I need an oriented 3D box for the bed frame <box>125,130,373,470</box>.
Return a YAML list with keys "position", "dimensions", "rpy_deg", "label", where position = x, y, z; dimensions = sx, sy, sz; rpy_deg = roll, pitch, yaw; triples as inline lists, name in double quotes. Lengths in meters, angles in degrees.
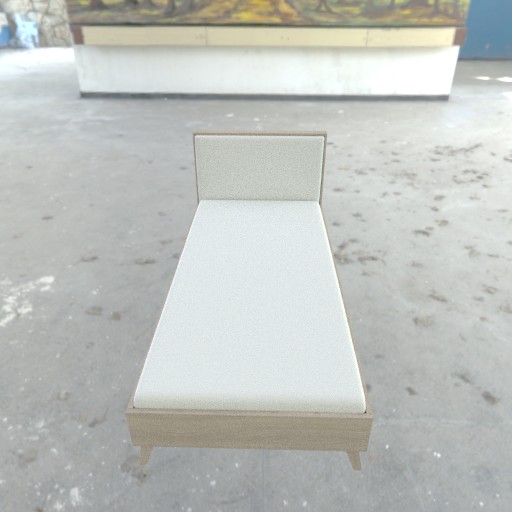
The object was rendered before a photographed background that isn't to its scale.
- position: [0.000, 0.000, 2.631]
  dimensions: [0.990, 0.920, 2.140]
  rpy_deg: [1, 31, 1]
  label: "bed frame"
